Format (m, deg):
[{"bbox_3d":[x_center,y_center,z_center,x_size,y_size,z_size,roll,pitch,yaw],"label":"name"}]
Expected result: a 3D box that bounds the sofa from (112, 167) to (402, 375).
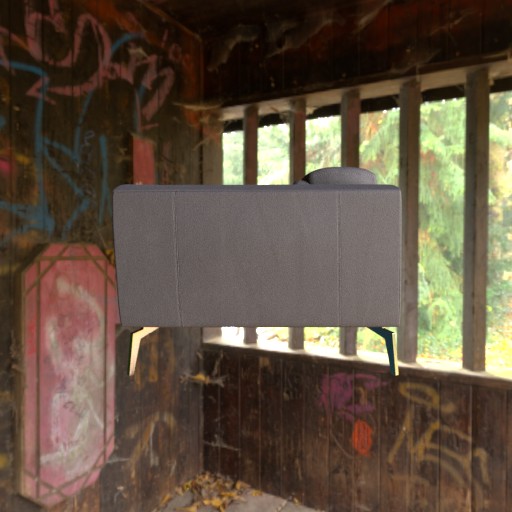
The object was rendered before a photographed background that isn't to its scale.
[{"bbox_3d":[0.000,0.000,2.418,1.003,0.779,1.895,0,1,0],"label":"sofa"}]
